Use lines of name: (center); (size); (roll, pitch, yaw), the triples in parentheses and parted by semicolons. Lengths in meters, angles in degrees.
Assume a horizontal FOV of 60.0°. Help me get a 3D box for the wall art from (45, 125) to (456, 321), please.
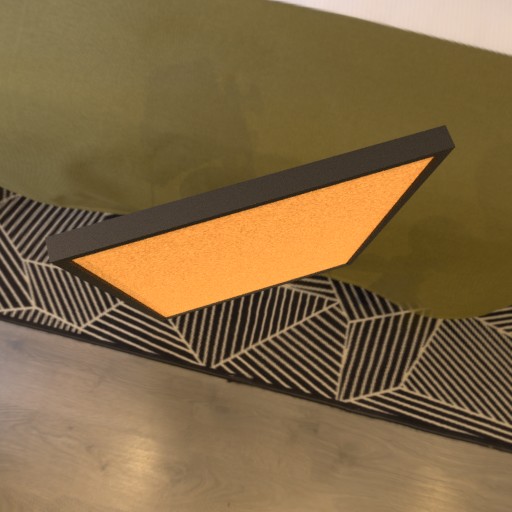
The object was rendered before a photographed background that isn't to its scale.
wall art: (0.000, 0.000, 0.752); (0.457, 0.559, 0.029); (-16, 76, -4)
